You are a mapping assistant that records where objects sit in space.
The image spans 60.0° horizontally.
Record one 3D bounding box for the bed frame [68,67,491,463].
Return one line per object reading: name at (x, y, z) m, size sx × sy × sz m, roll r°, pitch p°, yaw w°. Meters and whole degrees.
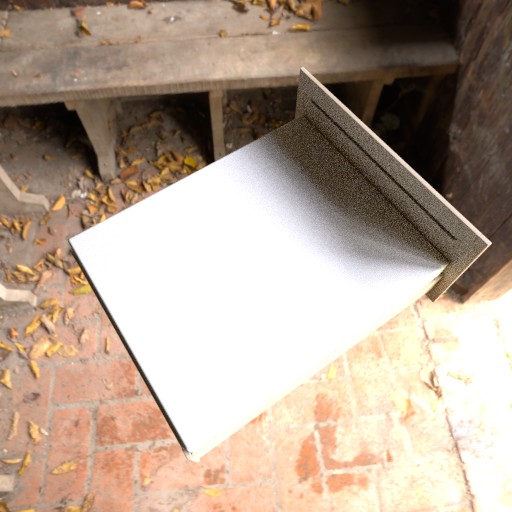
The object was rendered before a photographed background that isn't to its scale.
bed frame at (0.000, 0.000, 3.035) m, size 2.080 × 0.900 × 1.800 m, roll -31°, pitch 67°, yaw -15°
